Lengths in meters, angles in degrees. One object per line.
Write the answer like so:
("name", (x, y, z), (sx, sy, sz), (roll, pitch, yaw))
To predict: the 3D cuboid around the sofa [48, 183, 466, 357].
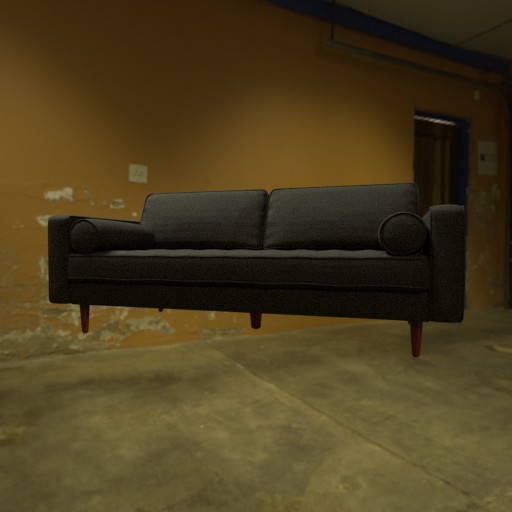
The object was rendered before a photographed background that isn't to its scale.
("sofa", (0.000, 0.000, 2.296), (1.875, 0.759, 0.914), (0, 1, 18))
